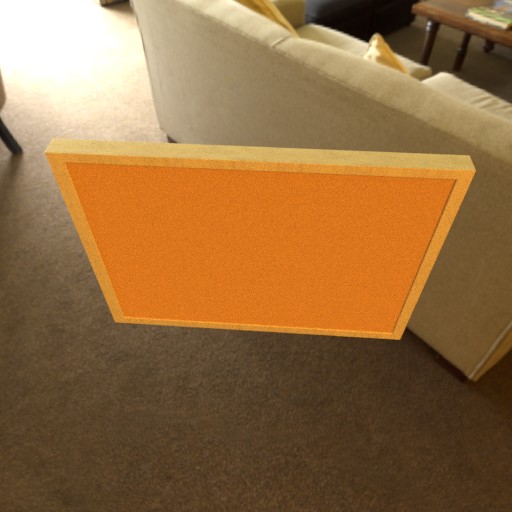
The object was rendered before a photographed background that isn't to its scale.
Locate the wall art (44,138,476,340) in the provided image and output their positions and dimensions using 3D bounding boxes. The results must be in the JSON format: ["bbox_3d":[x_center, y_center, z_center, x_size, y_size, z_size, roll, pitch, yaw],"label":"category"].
[{"bbox_3d":[0.000,0.000,0.696,0.532,0.380,0.032,3,48,3],"label":"wall art"}]
